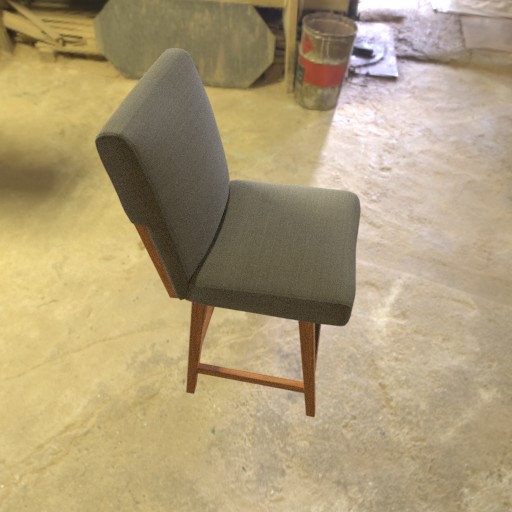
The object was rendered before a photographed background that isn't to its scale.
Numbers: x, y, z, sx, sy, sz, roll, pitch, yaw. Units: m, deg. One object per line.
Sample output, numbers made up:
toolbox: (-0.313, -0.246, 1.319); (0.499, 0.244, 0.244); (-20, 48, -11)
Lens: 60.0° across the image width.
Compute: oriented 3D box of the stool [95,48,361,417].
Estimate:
stool: (0.000, 0.000, 1.310); (0.570, 1.019, 0.459); (8, 48, 8)
